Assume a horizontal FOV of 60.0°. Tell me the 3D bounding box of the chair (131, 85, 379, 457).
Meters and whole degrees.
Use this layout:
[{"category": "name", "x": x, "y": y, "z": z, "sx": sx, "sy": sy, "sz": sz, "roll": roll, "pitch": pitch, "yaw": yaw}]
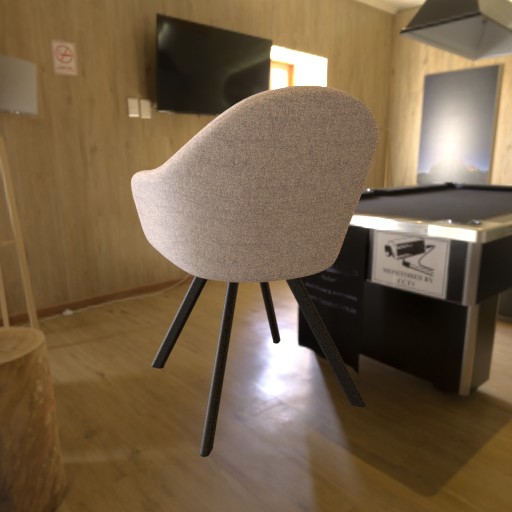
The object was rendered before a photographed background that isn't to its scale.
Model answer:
[{"category": "chair", "x": 0.000, "y": 0.000, "z": 1.157, "sx": 0.540, "sy": 0.780, "sz": 0.570, "roll": -7, "pitch": 15, "yaw": -25}]
